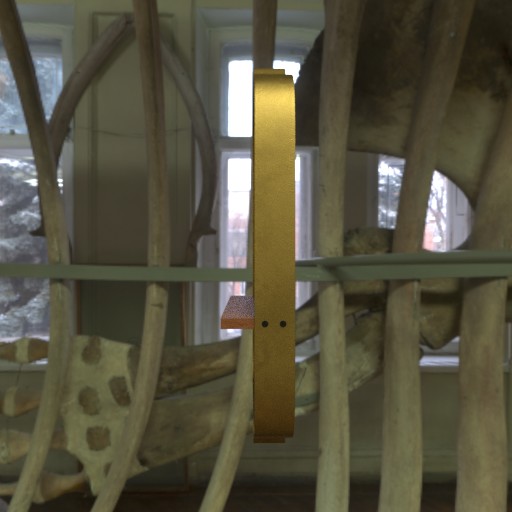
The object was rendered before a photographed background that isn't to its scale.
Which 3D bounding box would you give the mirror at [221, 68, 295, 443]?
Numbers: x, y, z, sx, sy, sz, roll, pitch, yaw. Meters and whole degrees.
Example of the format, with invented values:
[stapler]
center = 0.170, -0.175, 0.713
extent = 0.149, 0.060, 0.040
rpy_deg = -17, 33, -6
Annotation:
[mirror]
center = 0.000, 0.000, 0.725
extent = 0.096, 0.613, 0.323
rpy_deg = 0, 0, -1
